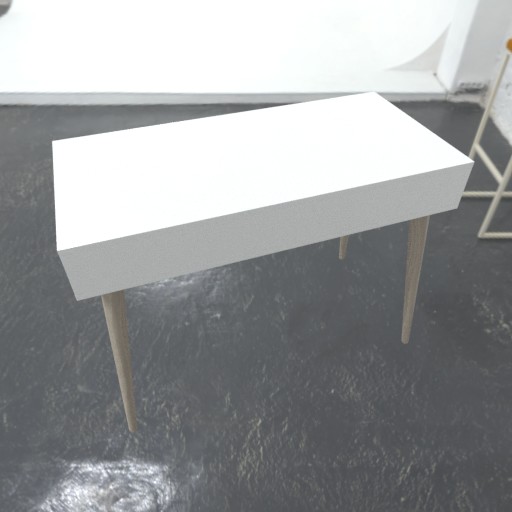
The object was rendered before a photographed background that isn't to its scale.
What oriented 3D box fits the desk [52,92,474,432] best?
[{"bbox_3d":[0.000,0.000,1.377,0.979,0.723,0.491,-14,44,-15],"label":"desk"}]
